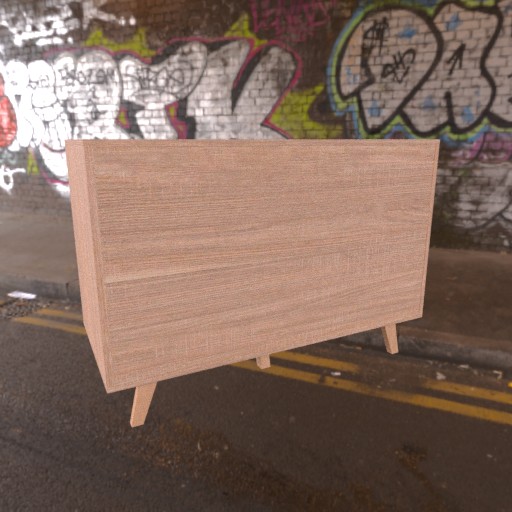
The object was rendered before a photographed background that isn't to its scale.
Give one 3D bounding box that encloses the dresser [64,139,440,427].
[{"bbox_3d":[0.000,0.000,1.533,1.110,0.780,0.500,-7,16,-26],"label":"dresser"}]
